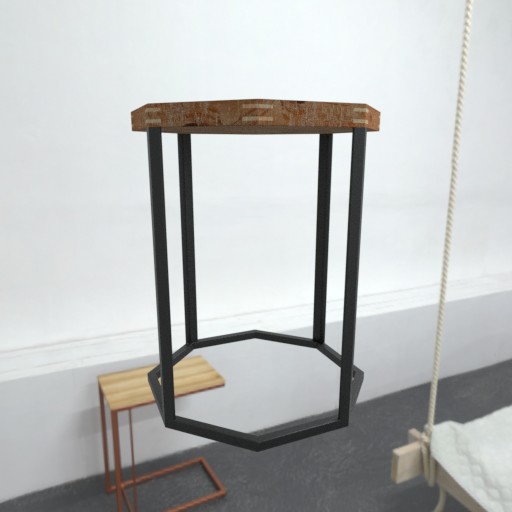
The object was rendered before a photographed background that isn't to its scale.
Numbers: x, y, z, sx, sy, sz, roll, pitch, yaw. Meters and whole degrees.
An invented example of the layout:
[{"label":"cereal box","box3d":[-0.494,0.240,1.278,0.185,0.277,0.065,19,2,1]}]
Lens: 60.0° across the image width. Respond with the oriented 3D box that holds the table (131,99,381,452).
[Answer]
[{"label":"table","box3d":[0.000,0.000,0.877,0.458,0.543,0.458,13,19,43]}]
